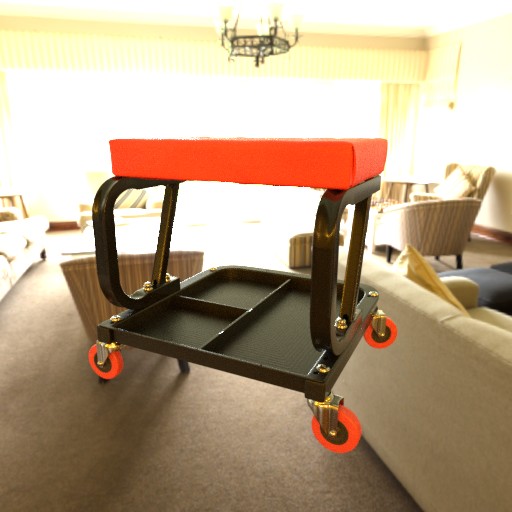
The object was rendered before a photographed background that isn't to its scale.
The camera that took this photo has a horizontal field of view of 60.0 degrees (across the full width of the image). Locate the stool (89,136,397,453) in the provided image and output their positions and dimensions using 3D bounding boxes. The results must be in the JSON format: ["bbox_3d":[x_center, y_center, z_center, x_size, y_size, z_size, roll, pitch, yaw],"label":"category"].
[{"bbox_3d":[0.000,0.000,0.735,0.446,0.380,0.371,8,18,25],"label":"stool"}]
